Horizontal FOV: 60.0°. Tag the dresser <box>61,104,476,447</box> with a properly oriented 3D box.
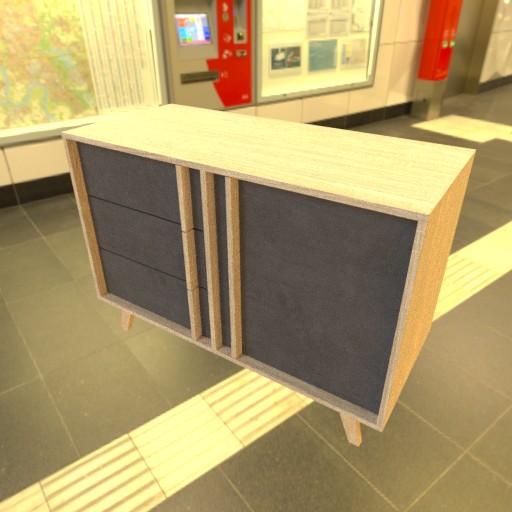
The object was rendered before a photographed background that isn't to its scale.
[{"bbox_3d":[0.000,0.000,1.486,1.110,0.780,0.500,18,35,28],"label":"dresser"}]
